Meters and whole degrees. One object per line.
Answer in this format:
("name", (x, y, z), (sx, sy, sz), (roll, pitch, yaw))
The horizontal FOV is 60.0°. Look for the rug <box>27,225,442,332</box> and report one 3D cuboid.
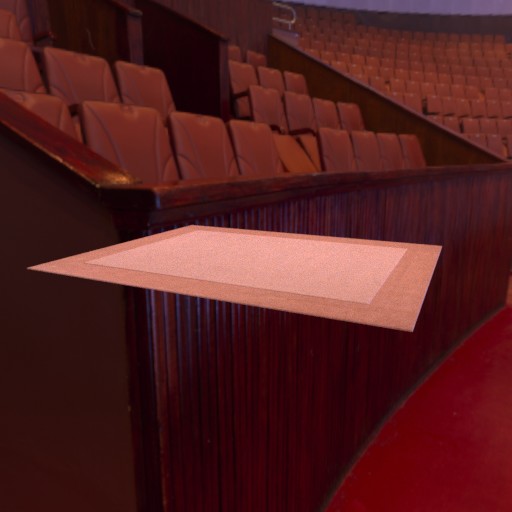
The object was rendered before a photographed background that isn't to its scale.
("rug", (0.000, 0.000, 4.104), (3.048, 0.014, 2.438), (6, 15, 25))
